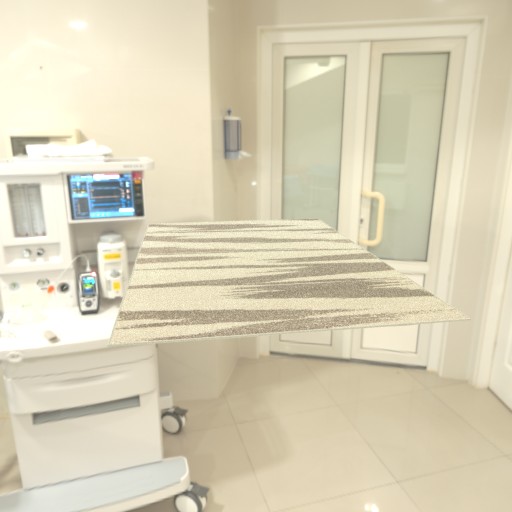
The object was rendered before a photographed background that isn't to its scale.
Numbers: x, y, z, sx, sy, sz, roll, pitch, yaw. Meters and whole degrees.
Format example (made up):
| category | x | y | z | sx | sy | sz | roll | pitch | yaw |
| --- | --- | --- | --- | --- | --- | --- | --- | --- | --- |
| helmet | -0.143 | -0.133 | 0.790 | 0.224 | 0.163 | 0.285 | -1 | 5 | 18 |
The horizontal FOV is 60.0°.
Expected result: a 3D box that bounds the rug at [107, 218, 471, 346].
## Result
| category | x | y | z | sx | sy | sz | roll | pitch | yaw |
| --- | --- | --- | --- | --- | --- | --- | --- | --- | --- |
| rug | 0.000 | 0.000 | 2.310 | 1.225 | 0.008 | 1.827 | -3 | 16 | -9 |
